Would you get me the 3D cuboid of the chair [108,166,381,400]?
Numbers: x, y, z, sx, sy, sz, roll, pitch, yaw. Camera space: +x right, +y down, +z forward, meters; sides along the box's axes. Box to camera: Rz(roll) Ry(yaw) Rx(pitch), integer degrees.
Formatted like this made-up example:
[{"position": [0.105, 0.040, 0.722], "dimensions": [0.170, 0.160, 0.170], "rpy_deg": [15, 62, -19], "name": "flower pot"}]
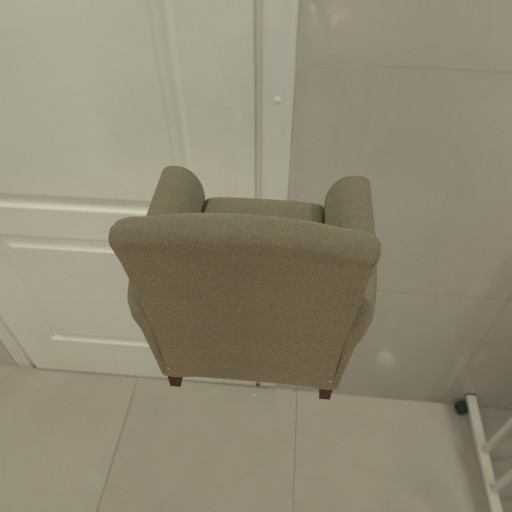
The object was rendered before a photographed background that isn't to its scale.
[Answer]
[{"position": [0.000, 0.000, 1.815], "dimensions": [0.978, 1.061, 0.905], "rpy_deg": [4, 46, 4], "name": "chair"}]
